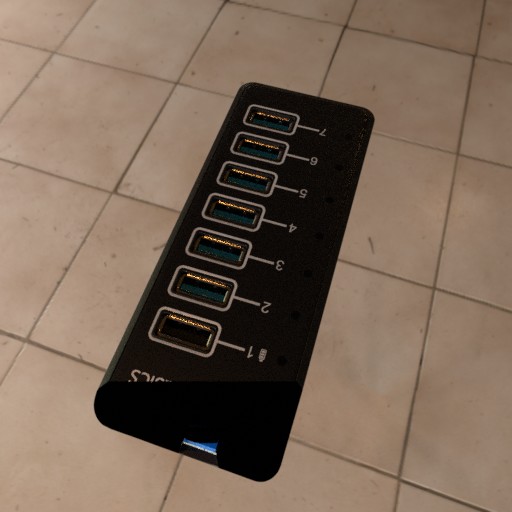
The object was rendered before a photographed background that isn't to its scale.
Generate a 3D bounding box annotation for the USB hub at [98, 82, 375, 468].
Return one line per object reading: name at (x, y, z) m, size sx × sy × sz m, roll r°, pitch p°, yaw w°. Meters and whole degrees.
USB hub at (0.000, 0.000, 0.127) m, size 0.044 × 0.023 × 0.110 m, roll 16°, pitch 64°, yaw 8°
